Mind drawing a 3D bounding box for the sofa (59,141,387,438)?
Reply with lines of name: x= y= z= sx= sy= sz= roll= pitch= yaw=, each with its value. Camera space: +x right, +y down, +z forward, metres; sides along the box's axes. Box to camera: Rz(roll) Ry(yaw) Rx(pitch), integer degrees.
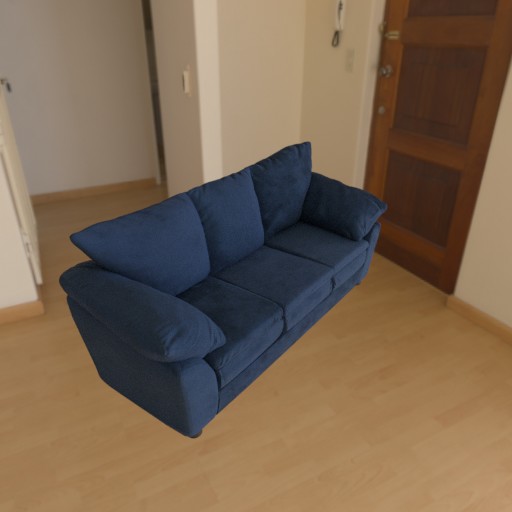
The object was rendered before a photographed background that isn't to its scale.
sofa: x=0.000 y=0.000 z=2.954 sx=0.907 sy=1.091 sz=2.390 roll=19 pitch=33 yaw=32
